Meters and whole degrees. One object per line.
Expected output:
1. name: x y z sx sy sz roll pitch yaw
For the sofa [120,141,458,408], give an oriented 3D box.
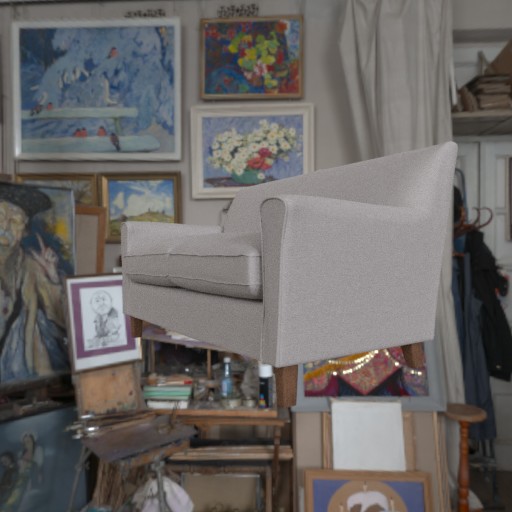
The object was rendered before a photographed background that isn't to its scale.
1. sofa: 0.000 0.000 2.071 0.888 0.890 1.482 0 1 -35
